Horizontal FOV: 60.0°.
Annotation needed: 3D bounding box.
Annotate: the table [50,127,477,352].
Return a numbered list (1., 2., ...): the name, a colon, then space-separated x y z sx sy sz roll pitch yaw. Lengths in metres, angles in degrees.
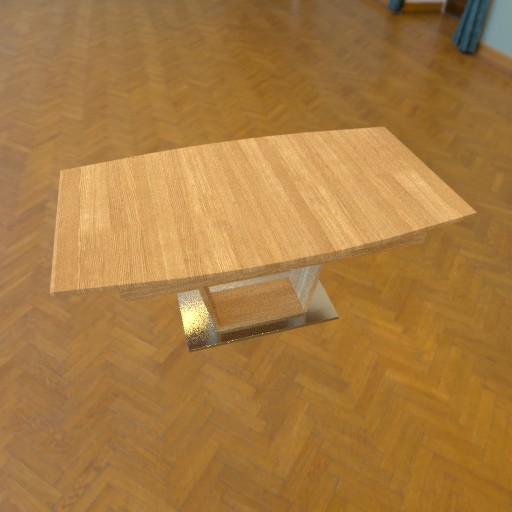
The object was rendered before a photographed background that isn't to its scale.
1. table: 0.000 0.000 2.116 1.598 0.748 0.900 -11 43 -11
